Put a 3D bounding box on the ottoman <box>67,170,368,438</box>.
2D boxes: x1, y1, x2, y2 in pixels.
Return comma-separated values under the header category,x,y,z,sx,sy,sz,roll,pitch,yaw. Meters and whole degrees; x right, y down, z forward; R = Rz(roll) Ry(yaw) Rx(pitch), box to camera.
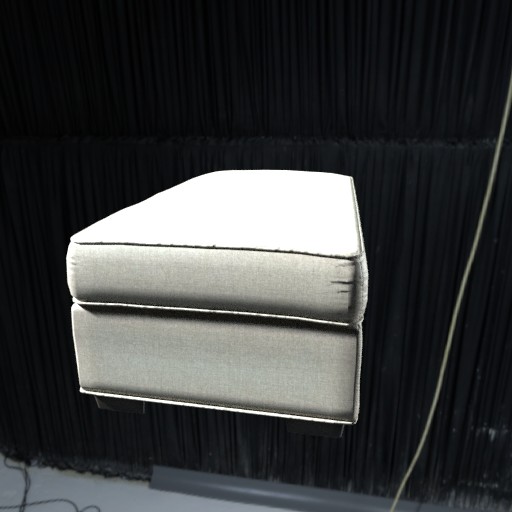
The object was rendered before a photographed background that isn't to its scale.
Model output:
category,x,y,z,sx,sy,sz,roll,pitch,yaw
ottoman,0.000,0.000,1.396,0.617,0.448,1.097,3,18,10
